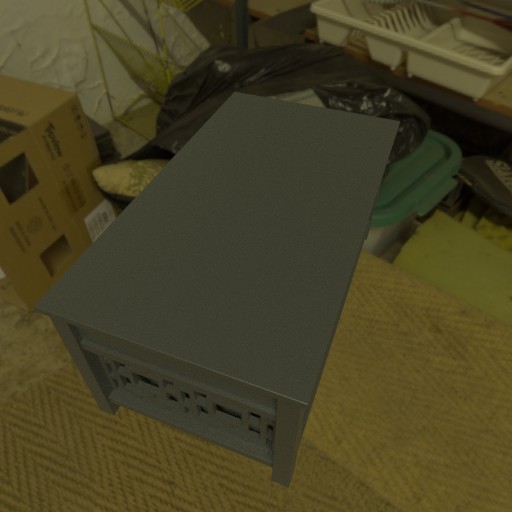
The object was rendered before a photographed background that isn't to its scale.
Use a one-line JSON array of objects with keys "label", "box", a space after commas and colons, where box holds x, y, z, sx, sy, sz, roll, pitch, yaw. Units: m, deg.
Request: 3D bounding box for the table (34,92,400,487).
[{"label": "table", "box": [0.000, 0.000, 1.379, 0.612, 0.493, 1.068, 16, 47, 15]}]
